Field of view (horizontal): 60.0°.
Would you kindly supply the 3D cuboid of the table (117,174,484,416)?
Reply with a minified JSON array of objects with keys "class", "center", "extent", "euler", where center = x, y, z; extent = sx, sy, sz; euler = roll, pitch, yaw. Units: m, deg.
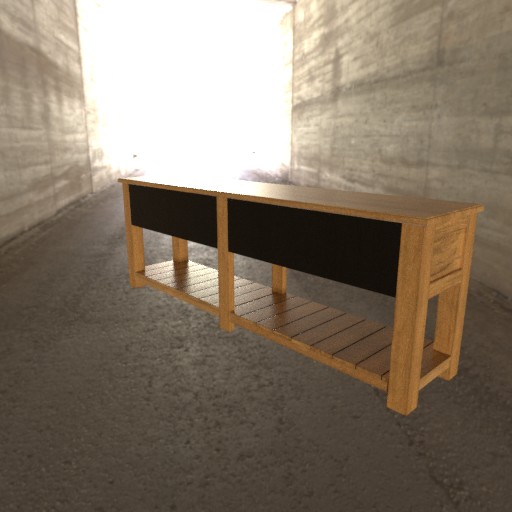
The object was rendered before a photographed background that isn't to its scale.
[{"class":"table","center":[0.000,0.000,2.074],"extent":[0.425,0.635,1.815],"euler":[-14,20,-42]}]
